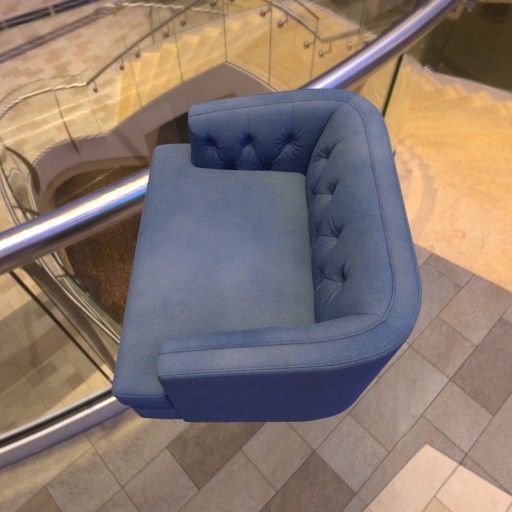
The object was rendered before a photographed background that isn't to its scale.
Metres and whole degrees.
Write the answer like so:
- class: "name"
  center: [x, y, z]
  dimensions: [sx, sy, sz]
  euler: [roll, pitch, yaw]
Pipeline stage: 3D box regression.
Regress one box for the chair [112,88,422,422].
- class: "chair"
  center: [0.000, 0.000, 1.710]
  dimensions: [0.914, 0.787, 1.118]
  euler: [0, 58, 0]
